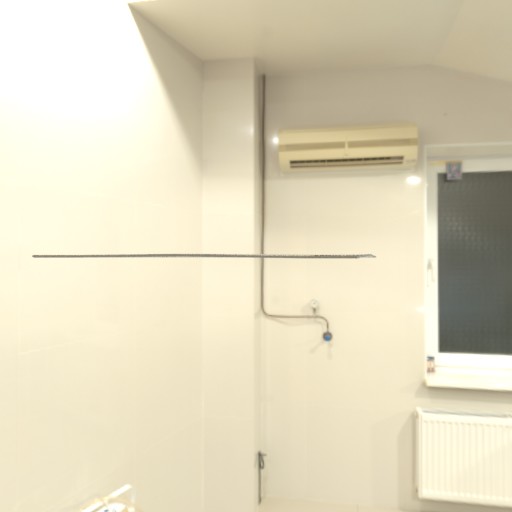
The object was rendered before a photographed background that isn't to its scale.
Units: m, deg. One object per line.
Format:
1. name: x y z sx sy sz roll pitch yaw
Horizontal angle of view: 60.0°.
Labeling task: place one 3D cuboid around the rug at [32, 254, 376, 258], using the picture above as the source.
1. rug: 0.000 0.000 2.308 1.162 0.022 1.804 0 0 17
